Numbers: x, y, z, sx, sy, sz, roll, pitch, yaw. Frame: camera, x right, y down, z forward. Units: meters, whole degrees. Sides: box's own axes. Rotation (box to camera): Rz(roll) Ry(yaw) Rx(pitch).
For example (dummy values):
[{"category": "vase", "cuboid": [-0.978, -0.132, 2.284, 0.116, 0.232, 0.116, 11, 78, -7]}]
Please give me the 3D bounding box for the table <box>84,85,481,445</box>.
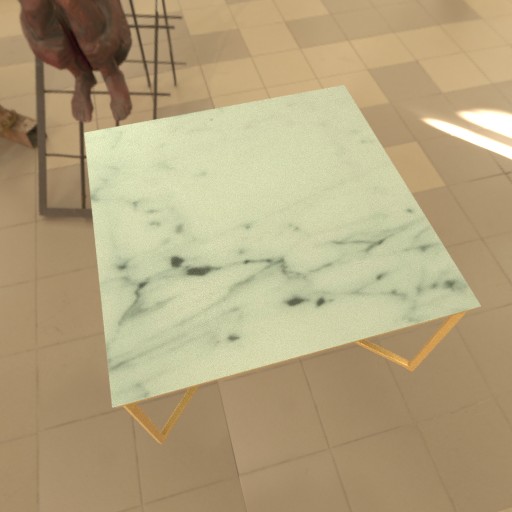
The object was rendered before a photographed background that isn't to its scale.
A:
[{"category": "table", "cuboid": [0.000, 0.000, 1.310, 0.800, 0.450, 0.800, -13, 58, -8]}]
